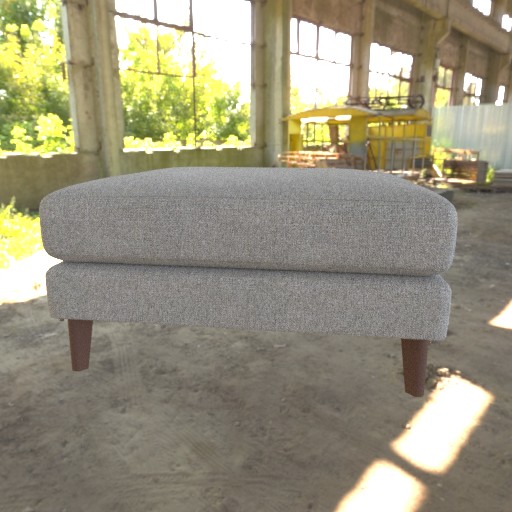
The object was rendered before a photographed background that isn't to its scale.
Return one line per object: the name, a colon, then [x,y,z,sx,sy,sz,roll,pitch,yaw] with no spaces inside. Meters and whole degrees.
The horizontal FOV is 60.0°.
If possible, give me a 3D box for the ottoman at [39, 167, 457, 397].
ottoman: [0.000,0.000,1.157,0.821,0.441,0.611,2,15,8]
